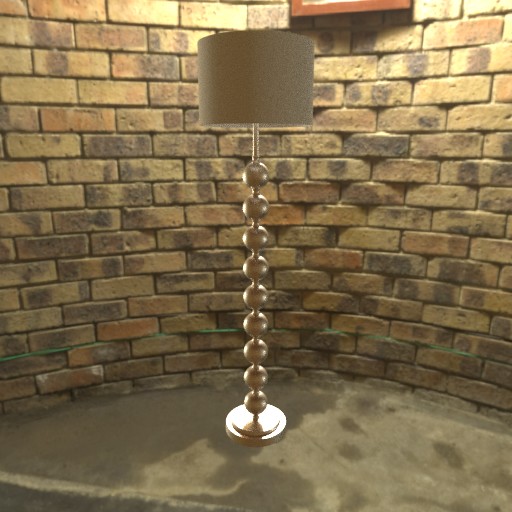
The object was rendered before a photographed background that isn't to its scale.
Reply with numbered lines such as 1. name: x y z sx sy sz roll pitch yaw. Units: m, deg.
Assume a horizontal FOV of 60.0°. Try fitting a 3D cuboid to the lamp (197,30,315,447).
1. lamp: 0.000 0.000 1.665 0.394 1.474 0.394 -7 16 -26
